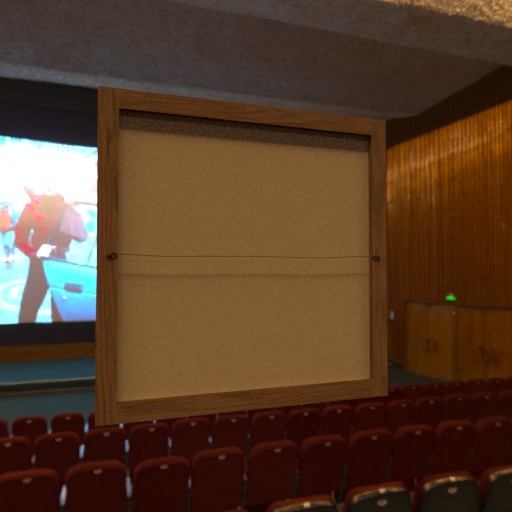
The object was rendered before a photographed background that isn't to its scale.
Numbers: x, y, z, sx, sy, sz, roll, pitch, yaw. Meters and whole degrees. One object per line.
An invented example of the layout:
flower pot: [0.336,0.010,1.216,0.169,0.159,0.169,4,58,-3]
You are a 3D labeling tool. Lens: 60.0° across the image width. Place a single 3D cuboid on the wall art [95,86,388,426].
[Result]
wall art: [0.000,0.000,1.117,0.757,0.762,0.028,0,-2,-18]
